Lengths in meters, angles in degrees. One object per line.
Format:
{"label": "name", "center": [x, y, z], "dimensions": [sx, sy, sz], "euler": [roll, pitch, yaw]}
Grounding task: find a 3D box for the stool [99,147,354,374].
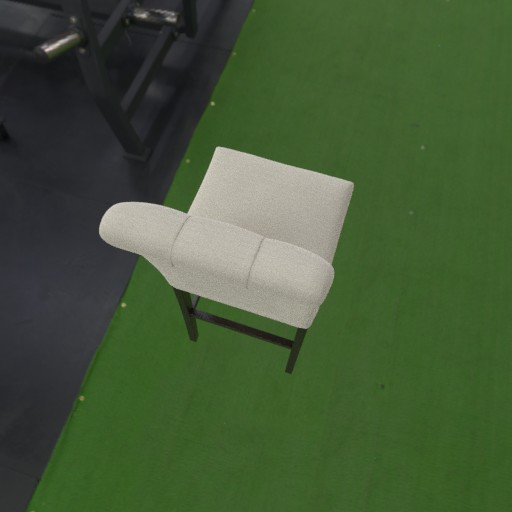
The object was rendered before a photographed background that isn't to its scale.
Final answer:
{"label": "stool", "center": [0.000, 0.000, 1.451], "dimensions": [0.482, 1.118, 0.610], "euler": [17, 66, 8]}
